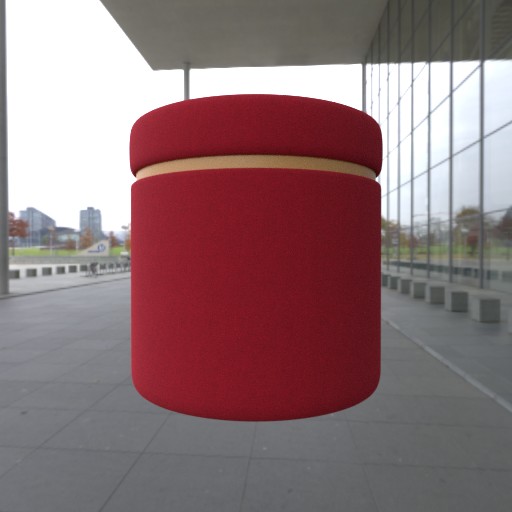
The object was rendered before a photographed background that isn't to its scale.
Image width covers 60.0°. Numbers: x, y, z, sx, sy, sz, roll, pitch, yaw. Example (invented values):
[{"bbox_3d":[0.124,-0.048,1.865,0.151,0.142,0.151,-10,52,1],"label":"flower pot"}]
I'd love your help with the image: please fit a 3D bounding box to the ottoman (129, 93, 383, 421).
[{"bbox_3d":[0.000,0.000,0.729,0.400,0.406,0.400,0,1,0],"label":"ottoman"}]
